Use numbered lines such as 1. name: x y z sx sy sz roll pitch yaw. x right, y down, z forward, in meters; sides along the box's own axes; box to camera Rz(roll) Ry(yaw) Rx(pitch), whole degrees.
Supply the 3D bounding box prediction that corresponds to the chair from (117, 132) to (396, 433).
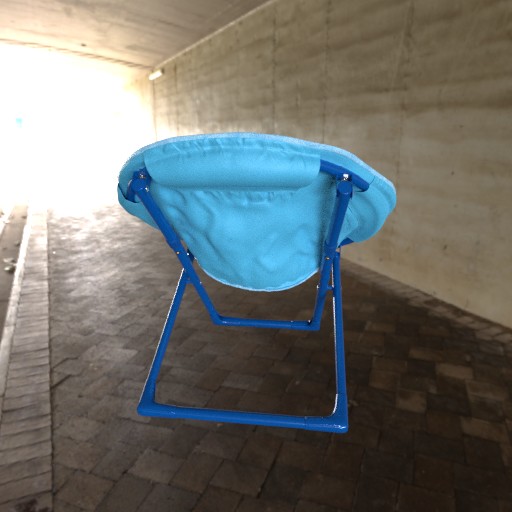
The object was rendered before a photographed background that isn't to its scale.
1. chair: 0.000 0.000 0.891 0.520 0.478 0.465 2 16 7
